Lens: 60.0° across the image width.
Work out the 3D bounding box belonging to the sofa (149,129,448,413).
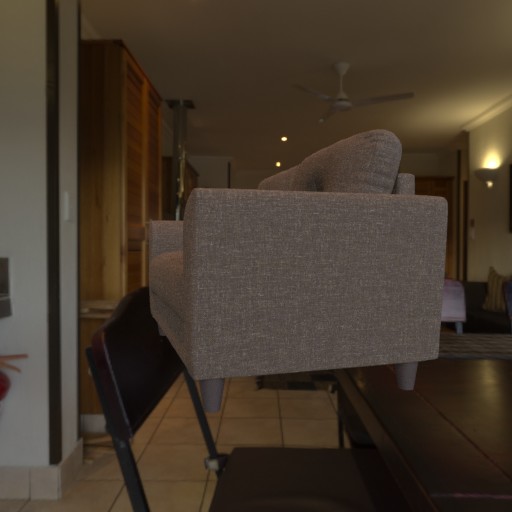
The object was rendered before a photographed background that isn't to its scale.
[{"bbox_3d":[0.000,0.000,1.970,0.851,0.885,1.423,0,1,-18],"label":"sofa"}]
